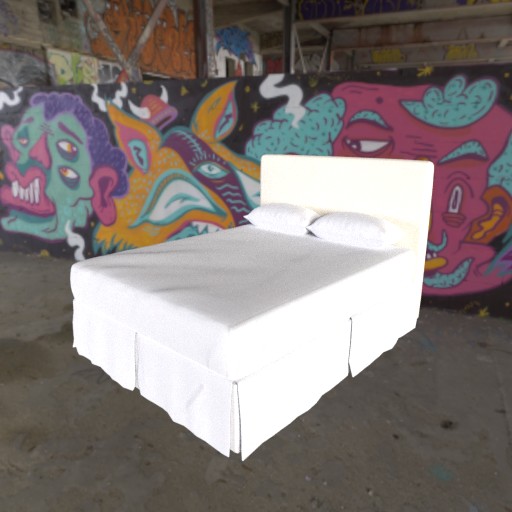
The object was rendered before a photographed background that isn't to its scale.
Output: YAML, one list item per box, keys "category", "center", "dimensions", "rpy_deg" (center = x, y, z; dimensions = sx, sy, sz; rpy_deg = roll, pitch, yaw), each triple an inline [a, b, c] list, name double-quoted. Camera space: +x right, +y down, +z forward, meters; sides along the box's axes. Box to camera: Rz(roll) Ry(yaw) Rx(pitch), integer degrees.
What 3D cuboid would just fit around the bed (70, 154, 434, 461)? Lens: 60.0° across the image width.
- category: "bed"
  center: [0.000, 0.000, 3.204]
  dimensions: [1.713, 1.330, 2.142]
  rpy_deg: [14, 21, 41]
